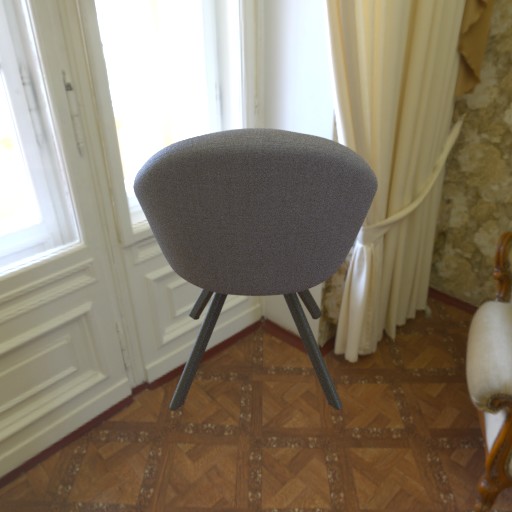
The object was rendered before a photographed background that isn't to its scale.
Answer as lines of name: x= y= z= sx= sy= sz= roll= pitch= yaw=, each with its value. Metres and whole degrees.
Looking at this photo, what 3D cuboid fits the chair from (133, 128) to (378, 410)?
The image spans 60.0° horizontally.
chair: x=0.000 y=0.000 z=1.214 sx=0.590 sy=0.795 sz=0.550 roll=0 pitch=30 yaw=0
